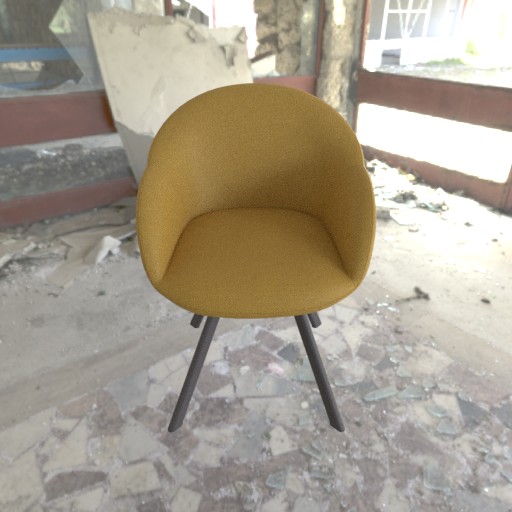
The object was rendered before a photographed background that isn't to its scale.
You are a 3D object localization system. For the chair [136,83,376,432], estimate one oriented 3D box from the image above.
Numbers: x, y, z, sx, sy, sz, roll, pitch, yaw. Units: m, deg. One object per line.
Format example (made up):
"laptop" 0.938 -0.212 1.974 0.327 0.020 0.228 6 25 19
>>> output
"chair" 0.000 0.000 1.177 0.551 0.793 0.583 0 28 0
